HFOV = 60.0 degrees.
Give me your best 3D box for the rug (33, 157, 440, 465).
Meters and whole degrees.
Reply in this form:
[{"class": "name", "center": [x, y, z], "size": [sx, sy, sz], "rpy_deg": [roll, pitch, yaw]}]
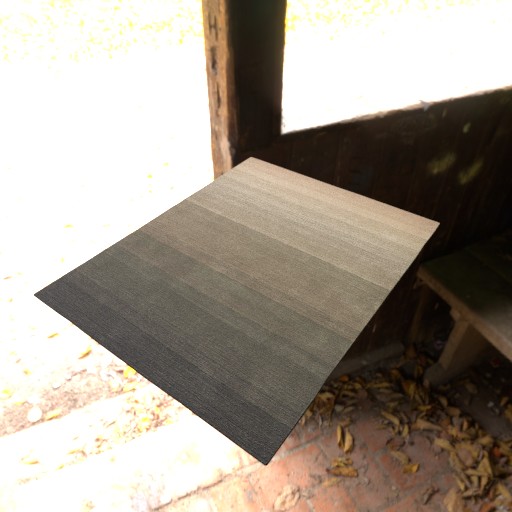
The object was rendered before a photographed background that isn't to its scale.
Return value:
[{"class": "rug", "center": [0.000, 0.000, 3.948], "size": [2.315, 0.015, 2.932], "rpy_deg": [25, 46, 27]}]
